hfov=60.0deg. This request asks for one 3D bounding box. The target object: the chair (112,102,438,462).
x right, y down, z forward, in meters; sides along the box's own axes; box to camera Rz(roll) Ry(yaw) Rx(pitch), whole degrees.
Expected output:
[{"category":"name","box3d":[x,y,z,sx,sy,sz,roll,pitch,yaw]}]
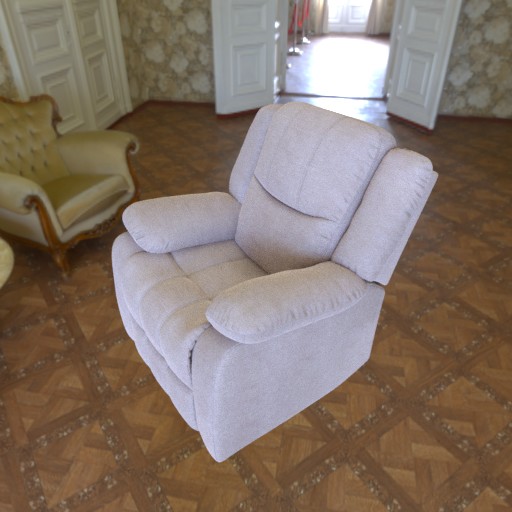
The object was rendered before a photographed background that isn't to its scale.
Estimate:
[{"category":"chair","box3d":[0.000,0.000,1.711,0.944,1.008,0.899,-22,39,-29]}]
